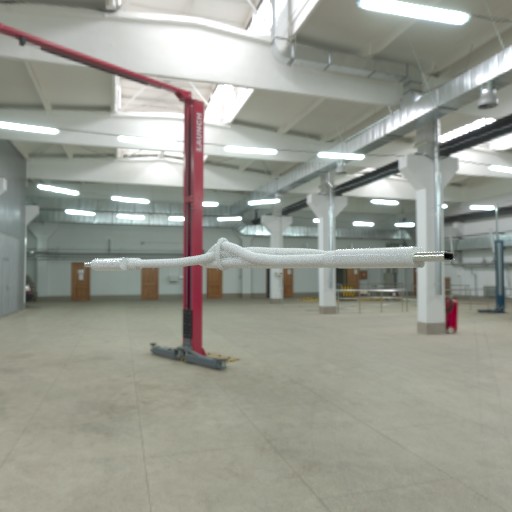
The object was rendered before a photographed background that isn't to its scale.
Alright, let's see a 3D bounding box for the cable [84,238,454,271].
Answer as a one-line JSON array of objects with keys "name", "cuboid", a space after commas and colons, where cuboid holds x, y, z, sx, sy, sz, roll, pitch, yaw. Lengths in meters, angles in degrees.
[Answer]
[{"name": "cable", "cuboid": [0.000, 0.000, 0.208, 0.186, 0.014, 0.070, -2, -3, 38]}]
